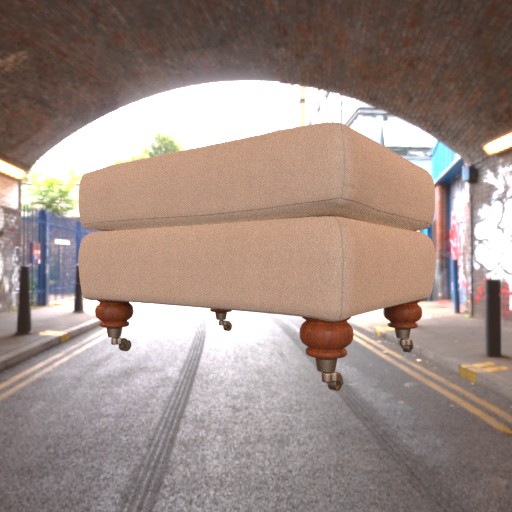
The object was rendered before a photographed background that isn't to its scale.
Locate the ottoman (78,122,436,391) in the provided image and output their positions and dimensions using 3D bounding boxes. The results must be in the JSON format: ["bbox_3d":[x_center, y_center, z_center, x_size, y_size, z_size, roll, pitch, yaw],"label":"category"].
[{"bbox_3d":[0.000,0.000,1.139,0.773,0.499,0.569,-1,-1,36],"label":"ottoman"}]
